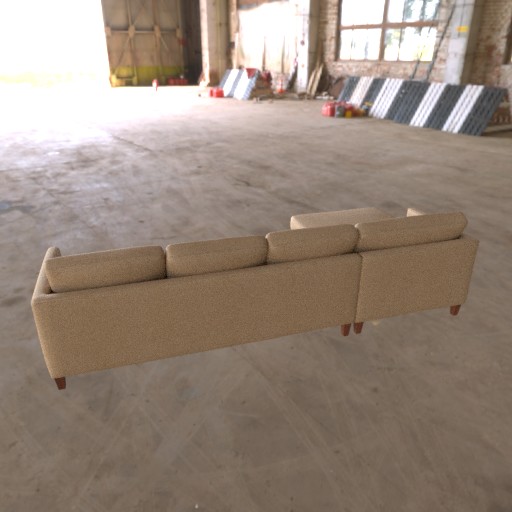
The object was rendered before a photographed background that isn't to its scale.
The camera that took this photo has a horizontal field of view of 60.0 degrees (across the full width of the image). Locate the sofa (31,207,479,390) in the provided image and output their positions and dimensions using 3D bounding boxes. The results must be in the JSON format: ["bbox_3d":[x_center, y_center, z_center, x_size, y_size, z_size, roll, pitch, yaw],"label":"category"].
[{"bbox_3d":[0.000,0.000,3.716,3.201,0.876,1.502,-7,26,-15],"label":"sofa"}]
